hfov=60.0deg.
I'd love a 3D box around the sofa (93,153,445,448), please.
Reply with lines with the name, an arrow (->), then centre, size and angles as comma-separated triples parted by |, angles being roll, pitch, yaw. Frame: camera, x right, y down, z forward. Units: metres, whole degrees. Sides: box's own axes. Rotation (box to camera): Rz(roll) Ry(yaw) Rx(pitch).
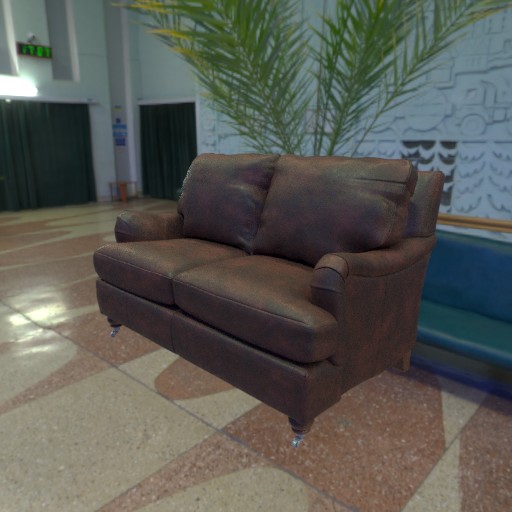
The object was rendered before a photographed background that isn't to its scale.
sofa -> 0.000, 0.000, 2.398 | 1.628, 1.070, 1.148 | 14, 20, 42
